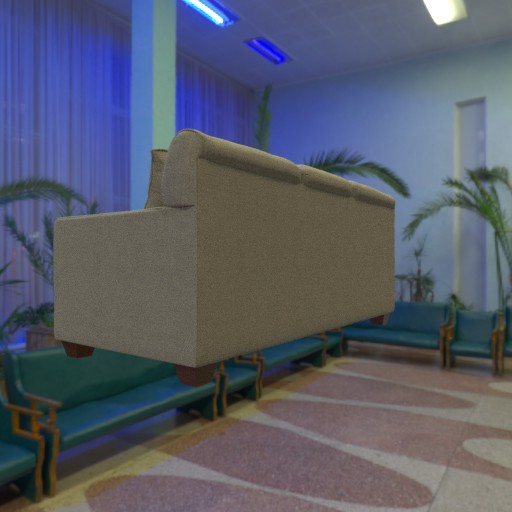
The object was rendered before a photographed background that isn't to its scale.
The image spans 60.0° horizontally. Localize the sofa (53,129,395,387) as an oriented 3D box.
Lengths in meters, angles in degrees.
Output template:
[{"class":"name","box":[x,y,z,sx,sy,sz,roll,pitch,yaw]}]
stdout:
[{"class":"sofa","box":[0.000,0.000,2.622,0.997,0.958,2.024,0,0,37]}]
